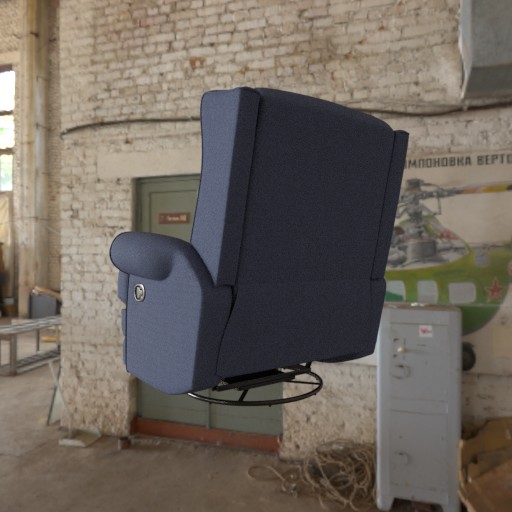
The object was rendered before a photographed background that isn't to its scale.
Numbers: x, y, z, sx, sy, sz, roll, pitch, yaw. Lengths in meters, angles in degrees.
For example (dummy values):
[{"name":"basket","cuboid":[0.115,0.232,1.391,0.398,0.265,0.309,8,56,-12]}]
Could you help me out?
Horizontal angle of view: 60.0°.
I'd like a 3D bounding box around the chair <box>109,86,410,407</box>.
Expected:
[{"name":"chair","cuboid":[0.000,0.000,1.734,0.971,1.020,0.877,0,0,-36]}]
